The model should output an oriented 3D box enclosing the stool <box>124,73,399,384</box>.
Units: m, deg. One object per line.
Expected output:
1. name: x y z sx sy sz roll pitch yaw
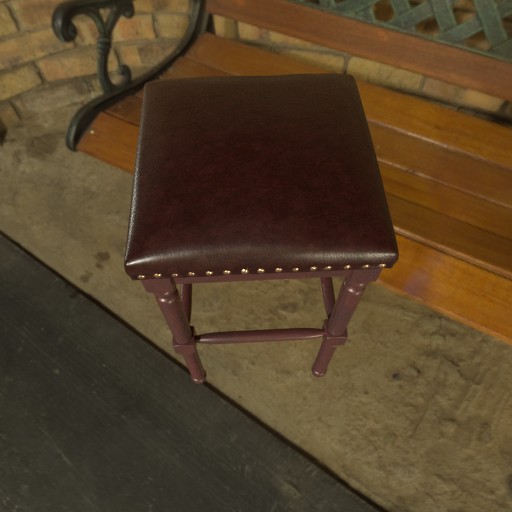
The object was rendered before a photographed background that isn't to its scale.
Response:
1. stool: 0.000 0.000 0.954 0.382 0.702 0.383 -3 59 -2
